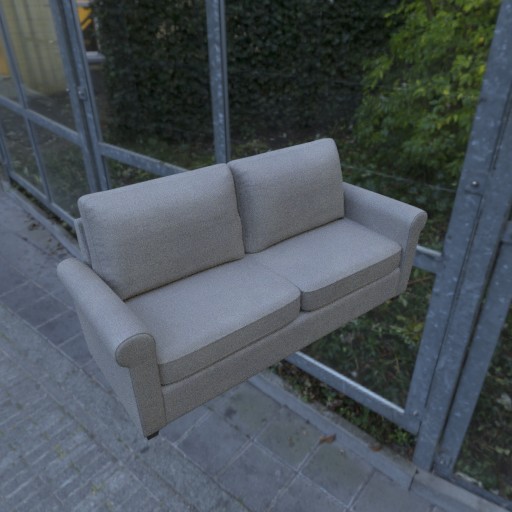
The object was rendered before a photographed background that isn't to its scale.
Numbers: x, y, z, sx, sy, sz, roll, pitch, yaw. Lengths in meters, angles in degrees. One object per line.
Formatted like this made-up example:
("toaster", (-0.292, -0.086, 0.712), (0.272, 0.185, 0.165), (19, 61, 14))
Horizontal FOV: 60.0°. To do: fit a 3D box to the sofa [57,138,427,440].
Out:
("sofa", (0.000, 0.000, 2.472), (1.935, 0.942, 0.842), (-21, 37, -31))
